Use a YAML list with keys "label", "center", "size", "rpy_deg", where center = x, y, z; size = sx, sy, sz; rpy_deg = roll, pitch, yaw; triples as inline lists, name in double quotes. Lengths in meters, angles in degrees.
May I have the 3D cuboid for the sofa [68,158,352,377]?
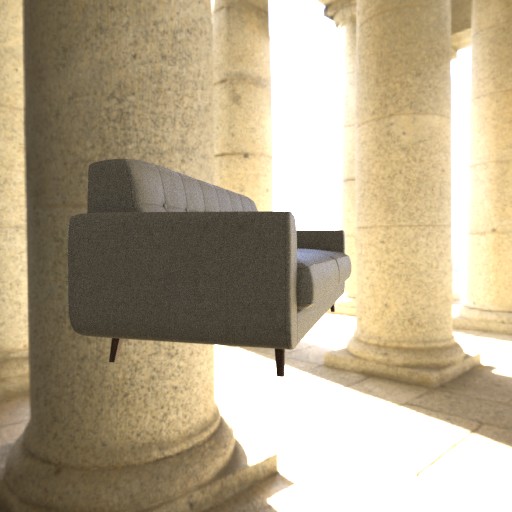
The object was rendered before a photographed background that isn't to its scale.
- label: "sofa"
  center: [0.000, 0.000, 2.604]
  size: [0.968, 0.873, 2.055]
  rpy_deg: [0, 1, 16]
